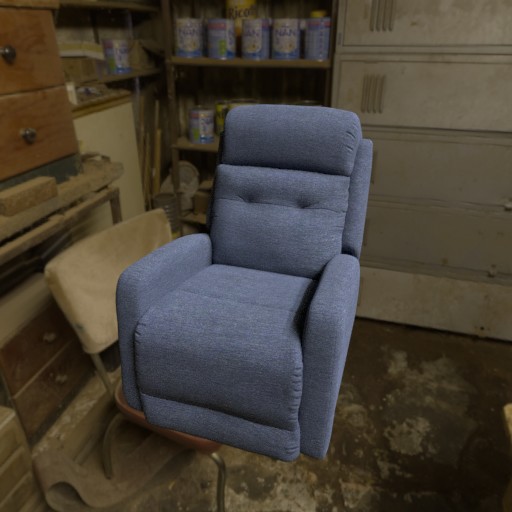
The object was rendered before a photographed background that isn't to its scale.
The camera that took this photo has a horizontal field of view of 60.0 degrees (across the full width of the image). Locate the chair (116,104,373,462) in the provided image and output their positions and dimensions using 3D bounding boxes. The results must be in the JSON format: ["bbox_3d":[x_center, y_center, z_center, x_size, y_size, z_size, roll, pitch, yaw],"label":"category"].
[{"bbox_3d":[0.000,0.000,1.721,0.798,1.013,1.043,9,28,17],"label":"chair"}]
